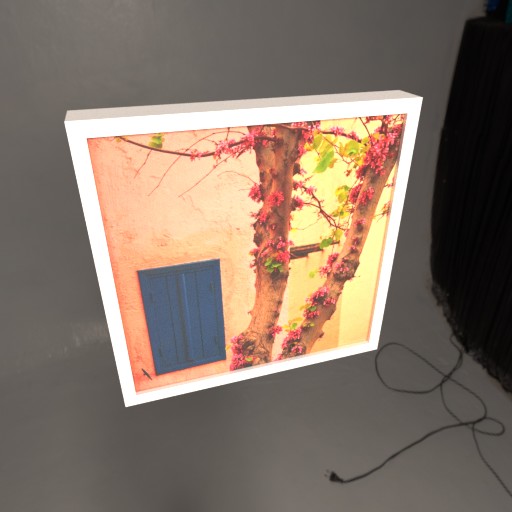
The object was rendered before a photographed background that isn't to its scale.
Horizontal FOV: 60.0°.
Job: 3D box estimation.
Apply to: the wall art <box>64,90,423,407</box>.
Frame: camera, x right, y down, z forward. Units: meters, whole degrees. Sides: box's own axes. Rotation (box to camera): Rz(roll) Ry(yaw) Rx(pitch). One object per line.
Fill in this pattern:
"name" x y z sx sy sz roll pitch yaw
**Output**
"wall art" 0.000 0.000 0.454 0.305 0.302 0.038 -9 31 -15
